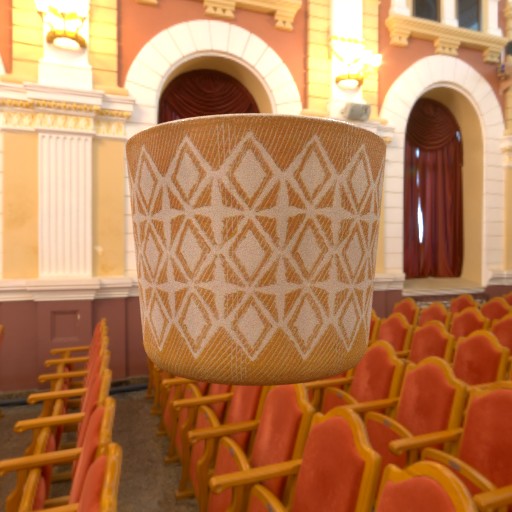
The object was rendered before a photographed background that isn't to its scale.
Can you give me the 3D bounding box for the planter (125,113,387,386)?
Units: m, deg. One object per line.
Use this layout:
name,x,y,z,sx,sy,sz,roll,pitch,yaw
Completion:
planter,0.000,0.000,0.224,0.126,0.104,0.126,0,0,0
